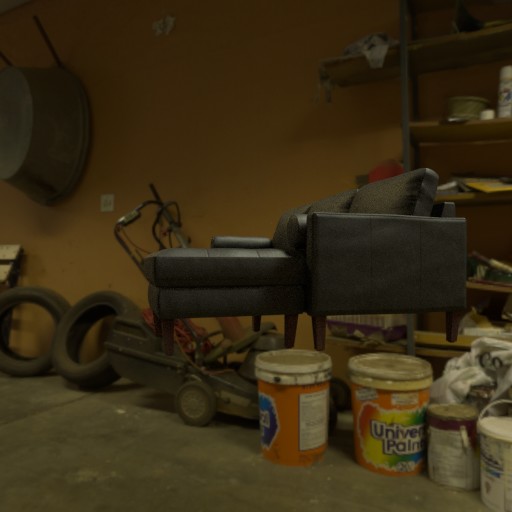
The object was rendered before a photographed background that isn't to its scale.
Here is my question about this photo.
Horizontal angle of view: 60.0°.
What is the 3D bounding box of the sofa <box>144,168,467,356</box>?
[{"bbox_3d":[0.000,0.000,2.969,1.497,0.876,2.178,0,-1,-17],"label":"sofa"}]
